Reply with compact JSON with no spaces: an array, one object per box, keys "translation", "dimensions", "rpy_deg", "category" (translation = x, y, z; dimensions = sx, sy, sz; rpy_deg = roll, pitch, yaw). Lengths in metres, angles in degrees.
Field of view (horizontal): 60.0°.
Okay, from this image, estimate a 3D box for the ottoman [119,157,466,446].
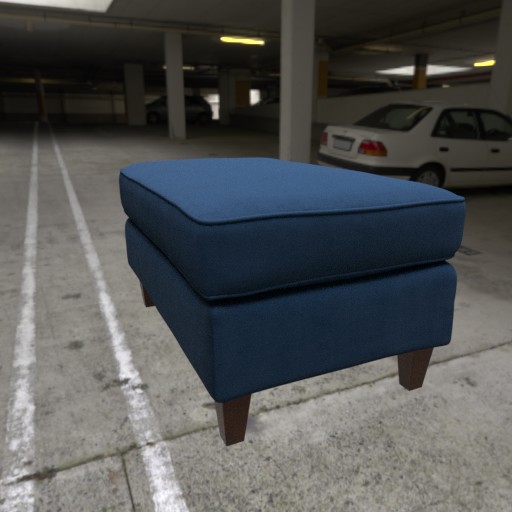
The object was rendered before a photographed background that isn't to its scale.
[{"translation":[0.000,0.000,1.195],"dimensions":[0.583,0.484,0.862],"rpy_deg":[-8,18,-24],"category":"ottoman"}]
